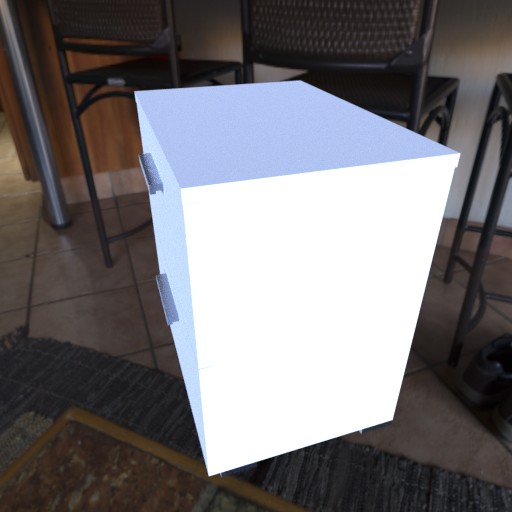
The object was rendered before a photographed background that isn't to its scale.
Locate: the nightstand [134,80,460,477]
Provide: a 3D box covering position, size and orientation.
[{"bbox_3d":[0.000,0.000,0.741,0.325,0.460,0.441,-10,33,-16],"label":"nightstand"}]
